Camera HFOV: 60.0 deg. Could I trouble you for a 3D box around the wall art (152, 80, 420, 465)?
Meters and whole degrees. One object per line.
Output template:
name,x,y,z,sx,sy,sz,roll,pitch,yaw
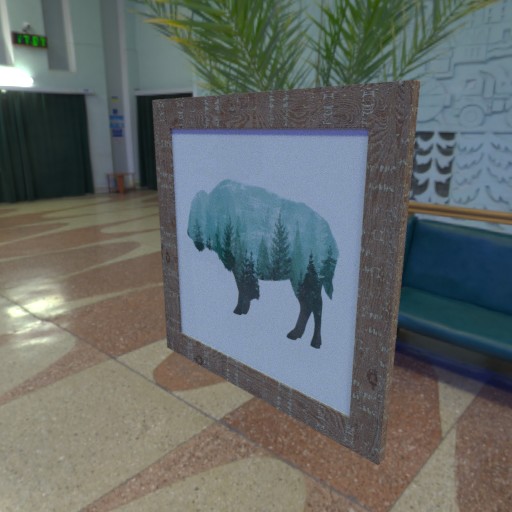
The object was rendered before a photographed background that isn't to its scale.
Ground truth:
wall art,0.000,0.000,0.550,0.380,0.380,0.022,15,22,42
